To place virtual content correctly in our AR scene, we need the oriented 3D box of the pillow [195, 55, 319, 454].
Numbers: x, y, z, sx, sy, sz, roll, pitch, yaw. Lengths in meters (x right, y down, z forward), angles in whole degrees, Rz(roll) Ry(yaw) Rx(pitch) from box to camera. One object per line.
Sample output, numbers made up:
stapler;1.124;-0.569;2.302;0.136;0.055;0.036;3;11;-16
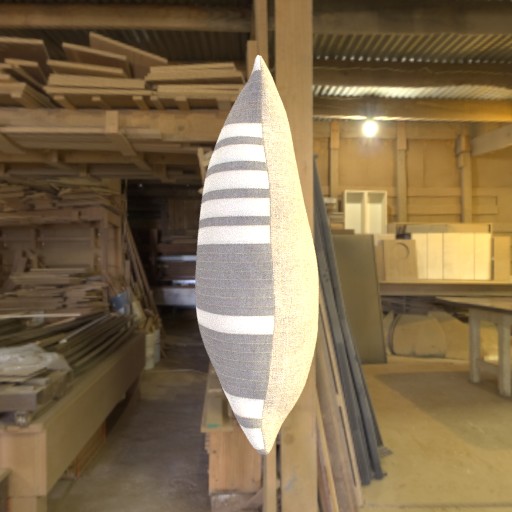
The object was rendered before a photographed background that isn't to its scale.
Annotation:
pillow;0.000;0.000;0.686;0.182;0.440;0.439;0;0;0
